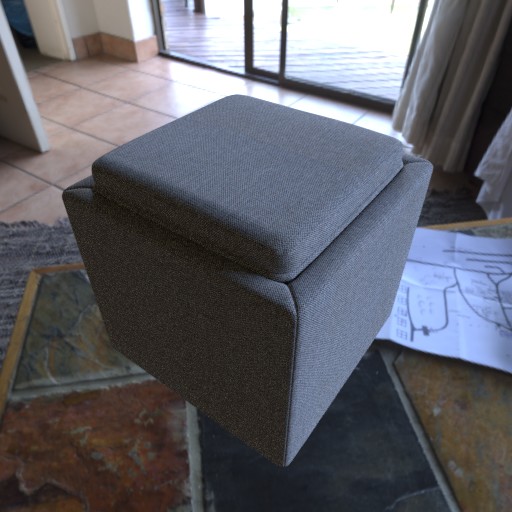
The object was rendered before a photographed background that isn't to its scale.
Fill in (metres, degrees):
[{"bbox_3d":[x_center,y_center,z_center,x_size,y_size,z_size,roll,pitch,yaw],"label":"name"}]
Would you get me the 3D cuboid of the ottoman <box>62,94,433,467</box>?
[{"bbox_3d":[0.000,0.000,0.841,0.450,0.460,0.450,26,47,27],"label":"ottoman"}]
